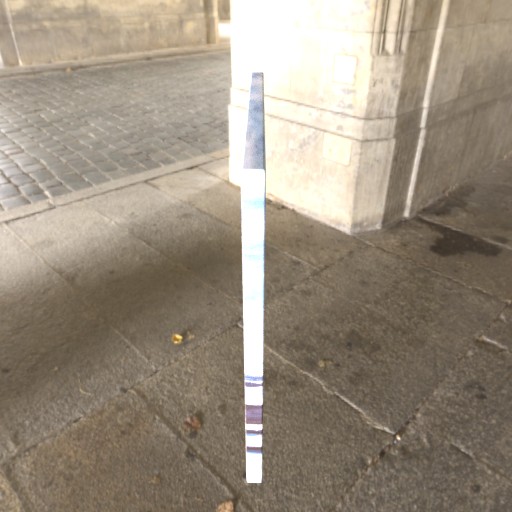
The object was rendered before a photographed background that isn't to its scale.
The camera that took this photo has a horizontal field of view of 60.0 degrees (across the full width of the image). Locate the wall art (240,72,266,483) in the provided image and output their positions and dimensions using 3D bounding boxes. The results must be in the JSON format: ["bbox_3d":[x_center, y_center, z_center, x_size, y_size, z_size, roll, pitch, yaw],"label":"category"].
[{"bbox_3d":[0.000,0.000,1.121,0.035,0.747,0.747,0,32,1],"label":"wall art"}]
